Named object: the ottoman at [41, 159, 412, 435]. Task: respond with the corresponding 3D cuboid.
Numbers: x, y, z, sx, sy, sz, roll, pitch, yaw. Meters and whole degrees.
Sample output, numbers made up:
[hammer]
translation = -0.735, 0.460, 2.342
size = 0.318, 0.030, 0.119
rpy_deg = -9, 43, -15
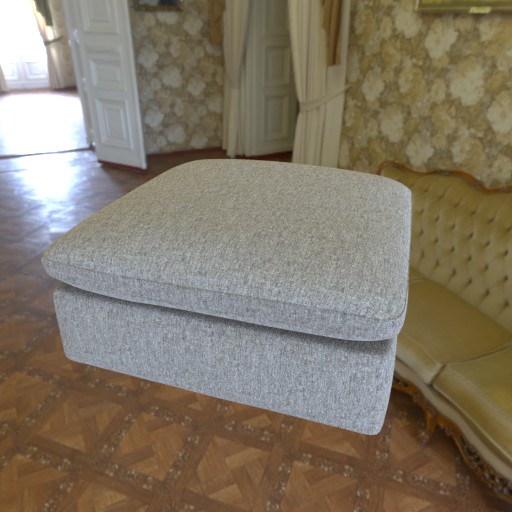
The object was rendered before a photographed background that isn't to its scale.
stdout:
[ottoman]
translation = 0.000, 0.000, 1.623
size = 1.039, 0.526, 1.035
rpy_deg = 9, 29, 16
